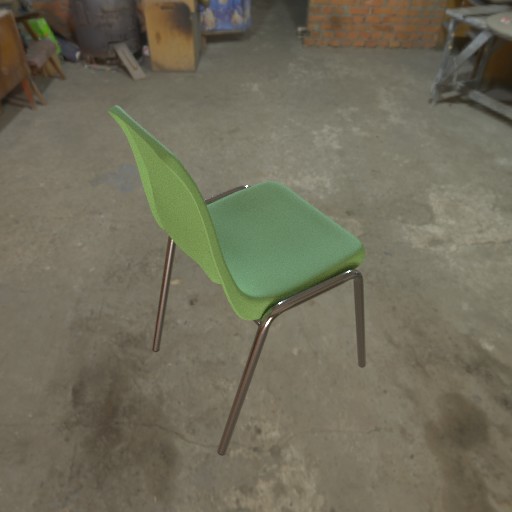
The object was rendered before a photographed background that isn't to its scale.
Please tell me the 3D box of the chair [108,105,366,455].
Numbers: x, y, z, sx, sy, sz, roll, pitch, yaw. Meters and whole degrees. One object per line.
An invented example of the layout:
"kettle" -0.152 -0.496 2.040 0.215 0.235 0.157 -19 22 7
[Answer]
"chair" 0.000 0.000 0.939 0.436 0.704 0.381 -25 47 -25
